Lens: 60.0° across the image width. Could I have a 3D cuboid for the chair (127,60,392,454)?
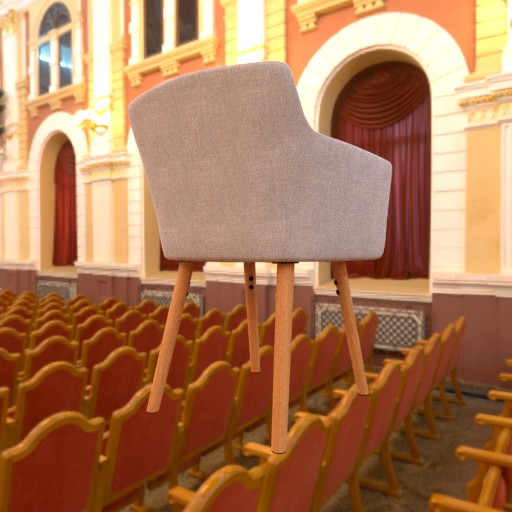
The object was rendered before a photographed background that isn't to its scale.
[{"bbox_3d":[0.000,0.000,1.150,0.570,0.780,0.540,1,1,36],"label":"chair"}]
